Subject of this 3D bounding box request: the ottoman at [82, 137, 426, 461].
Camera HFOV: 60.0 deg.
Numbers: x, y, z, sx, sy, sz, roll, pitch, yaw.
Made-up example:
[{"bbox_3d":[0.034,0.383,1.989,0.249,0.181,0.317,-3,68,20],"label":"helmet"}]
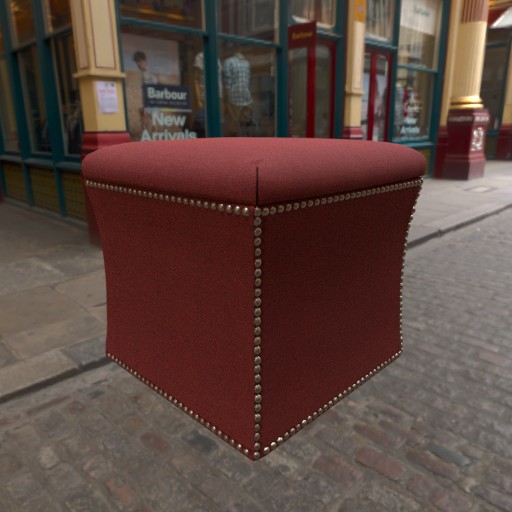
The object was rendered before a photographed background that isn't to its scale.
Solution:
[{"bbox_3d":[0.000,0.000,0.920,0.497,0.475,0.507,15,22,42],"label":"ottoman"}]
